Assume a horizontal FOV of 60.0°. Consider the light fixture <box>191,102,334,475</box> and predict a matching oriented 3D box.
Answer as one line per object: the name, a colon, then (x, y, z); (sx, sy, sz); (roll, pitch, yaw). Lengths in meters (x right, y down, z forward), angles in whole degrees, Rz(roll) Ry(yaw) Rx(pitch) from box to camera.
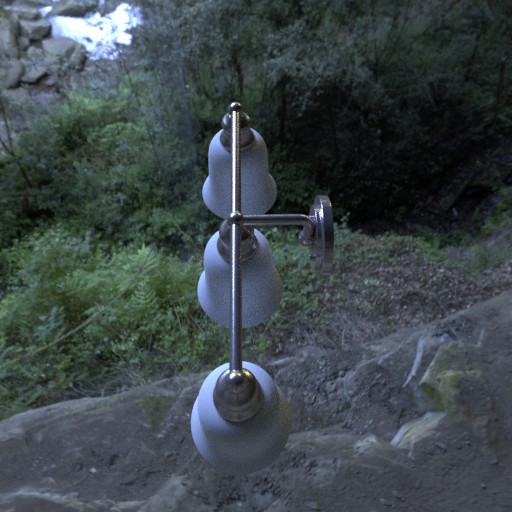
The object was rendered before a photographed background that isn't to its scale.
light fixture: (0.000, 0.000, 0.663); (0.198, 0.211, 0.570); (-1, 59, -1)
